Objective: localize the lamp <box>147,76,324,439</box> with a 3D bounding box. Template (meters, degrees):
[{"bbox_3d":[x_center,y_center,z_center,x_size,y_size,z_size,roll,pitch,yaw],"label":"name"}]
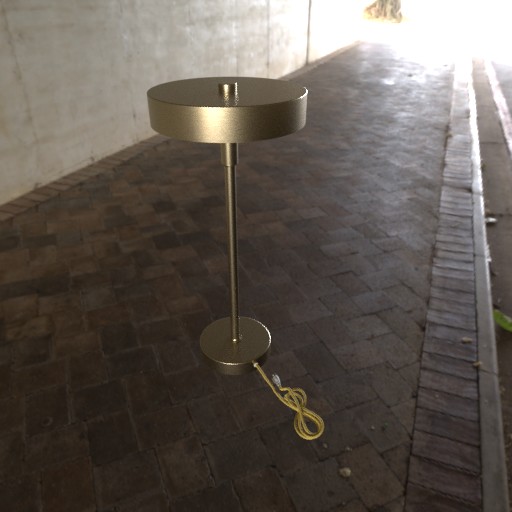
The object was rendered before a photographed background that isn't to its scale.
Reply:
[{"bbox_3d":[0.000,0.000,0.715,0.229,0.508,0.369,-20,36,-30],"label":"lamp"}]
